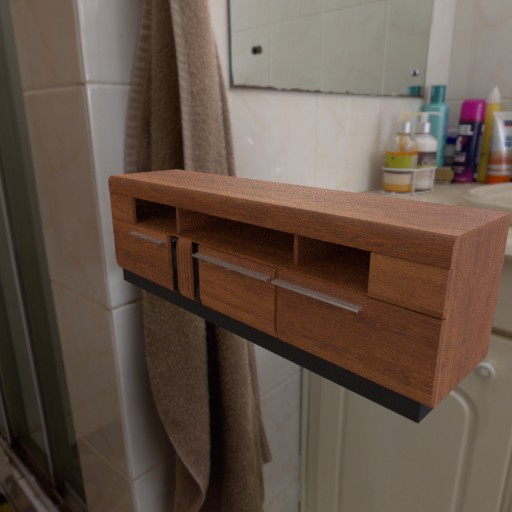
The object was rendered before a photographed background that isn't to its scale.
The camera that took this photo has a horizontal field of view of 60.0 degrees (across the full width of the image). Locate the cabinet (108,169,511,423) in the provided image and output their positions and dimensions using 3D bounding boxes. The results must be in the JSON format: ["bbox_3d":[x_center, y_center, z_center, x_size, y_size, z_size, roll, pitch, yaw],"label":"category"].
[{"bbox_3d":[0.000,0.000,1.712,0.419,0.510,1.600,-16,23,-42],"label":"cabinet"}]
